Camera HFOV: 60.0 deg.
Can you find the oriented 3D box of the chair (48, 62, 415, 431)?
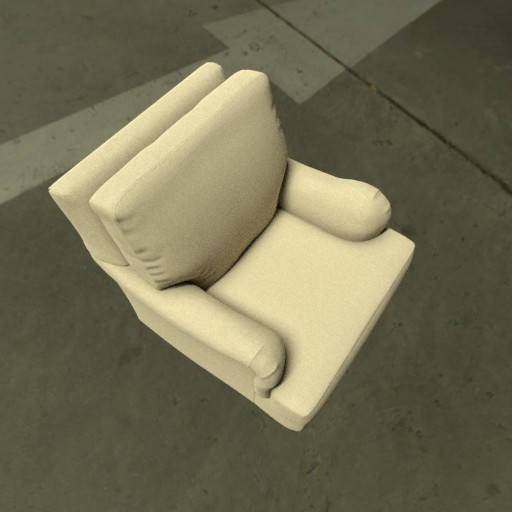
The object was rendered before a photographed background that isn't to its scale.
[{"bbox_3d":[0.000,0.000,1.811,1.078,1.076,0.895,31,63,18],"label":"chair"}]
